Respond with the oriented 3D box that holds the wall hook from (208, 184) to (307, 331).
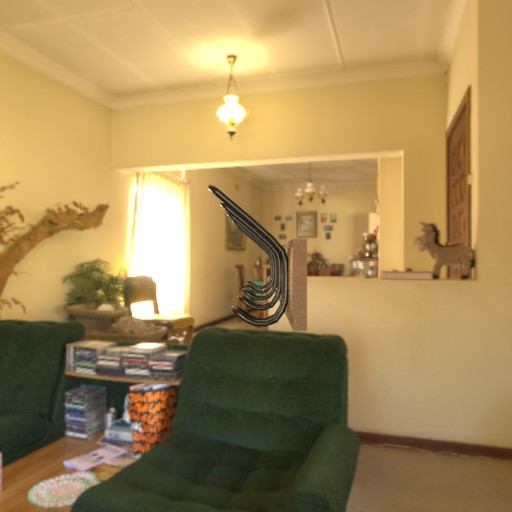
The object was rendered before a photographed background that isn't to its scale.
[{"bbox_3d":[0.000,0.000,0.587,0.076,0.116,0.554,0,0,0],"label":"wall hook"}]
